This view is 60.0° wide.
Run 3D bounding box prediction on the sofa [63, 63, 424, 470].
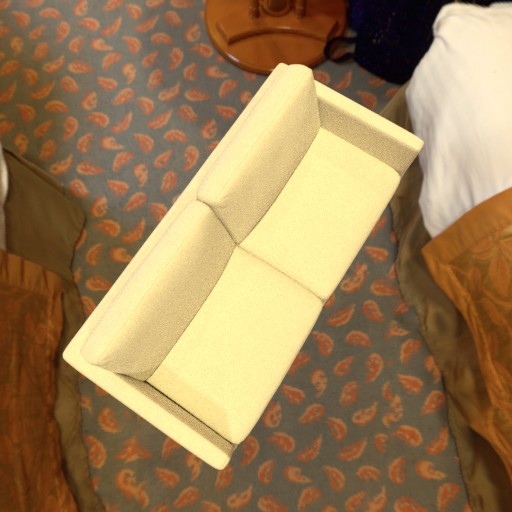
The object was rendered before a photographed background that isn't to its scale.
[{"bbox_3d":[0.000,0.000,2.485,0.965,0.889,1.981,32,77,8],"label":"sofa"}]
